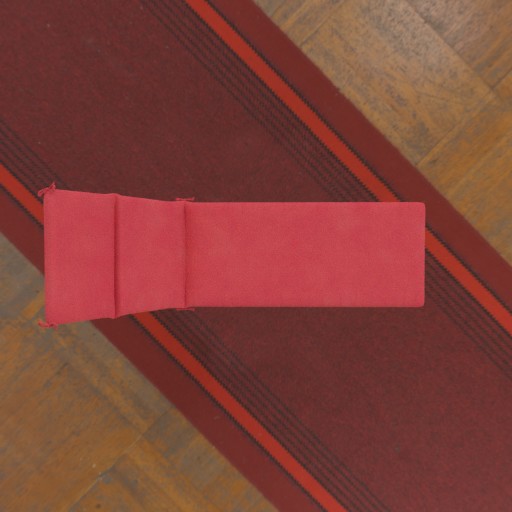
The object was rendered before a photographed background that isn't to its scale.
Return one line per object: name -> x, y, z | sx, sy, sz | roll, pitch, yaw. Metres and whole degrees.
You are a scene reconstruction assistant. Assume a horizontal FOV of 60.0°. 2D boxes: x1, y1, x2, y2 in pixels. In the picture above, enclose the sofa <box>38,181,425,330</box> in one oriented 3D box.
sofa -> 0.000, 0.000, 1.954 | 1.663, 0.622, 0.582 | 0, 92, 1
